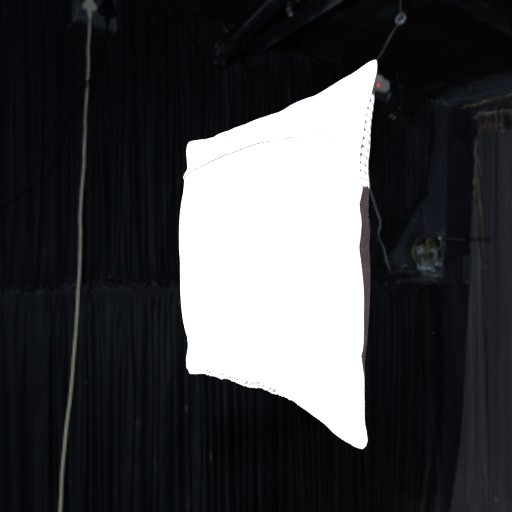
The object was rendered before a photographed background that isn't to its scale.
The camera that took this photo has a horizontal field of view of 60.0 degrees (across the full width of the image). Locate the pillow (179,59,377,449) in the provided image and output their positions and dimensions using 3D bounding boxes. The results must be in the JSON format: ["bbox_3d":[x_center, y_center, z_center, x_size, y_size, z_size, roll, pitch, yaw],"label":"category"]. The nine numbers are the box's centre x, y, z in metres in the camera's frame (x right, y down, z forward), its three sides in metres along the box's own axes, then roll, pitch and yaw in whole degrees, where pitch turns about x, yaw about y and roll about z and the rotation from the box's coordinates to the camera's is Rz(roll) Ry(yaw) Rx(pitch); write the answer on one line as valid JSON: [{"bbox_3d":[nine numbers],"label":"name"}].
[{"bbox_3d":[0.000,0.000,0.716,0.178,0.473,0.475,0,0,-36],"label":"pillow"}]
